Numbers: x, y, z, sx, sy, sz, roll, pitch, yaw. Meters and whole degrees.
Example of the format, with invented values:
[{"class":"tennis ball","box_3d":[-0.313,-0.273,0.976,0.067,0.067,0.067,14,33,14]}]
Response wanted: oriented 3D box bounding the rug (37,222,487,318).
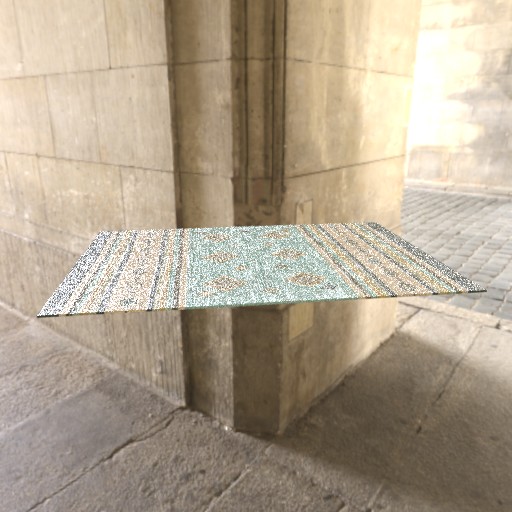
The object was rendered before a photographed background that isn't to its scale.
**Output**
[{"class":"rug","box_3d":[0.000,0.000,2.332,1.811,0.010,1.212,-2,18,-7]}]
